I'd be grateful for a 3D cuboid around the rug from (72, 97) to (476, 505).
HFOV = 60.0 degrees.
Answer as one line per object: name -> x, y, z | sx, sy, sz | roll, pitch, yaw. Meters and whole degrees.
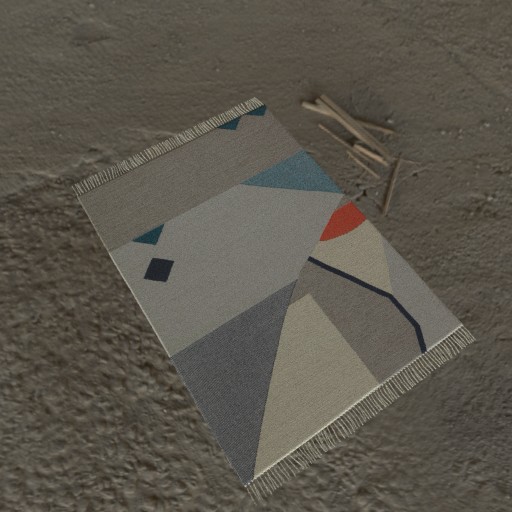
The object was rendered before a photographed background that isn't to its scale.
rug -> 0.000, 0.000, 2.222 | 1.220, 0.005, 1.828 | -31, 67, -14
